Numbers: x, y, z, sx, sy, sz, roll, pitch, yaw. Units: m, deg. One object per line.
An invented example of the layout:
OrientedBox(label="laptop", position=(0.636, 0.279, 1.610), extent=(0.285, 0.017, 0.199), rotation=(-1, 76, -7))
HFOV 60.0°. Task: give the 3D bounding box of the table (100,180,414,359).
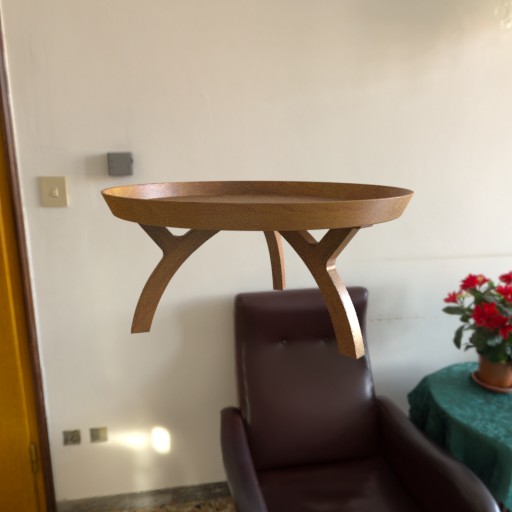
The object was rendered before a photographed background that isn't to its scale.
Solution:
OrientedBox(label="table", position=(0.000, 0.000, 1.550), extent=(1.016, 0.470, 1.016), rotation=(0, 13, 0))
